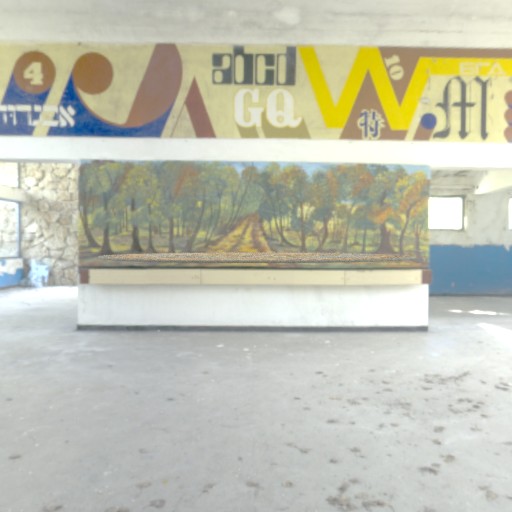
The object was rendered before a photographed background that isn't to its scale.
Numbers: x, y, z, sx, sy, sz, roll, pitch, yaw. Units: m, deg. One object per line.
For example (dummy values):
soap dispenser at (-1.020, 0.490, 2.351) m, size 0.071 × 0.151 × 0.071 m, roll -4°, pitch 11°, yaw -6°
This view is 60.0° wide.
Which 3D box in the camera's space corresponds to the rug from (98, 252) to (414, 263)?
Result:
rug at (0.000, 0.000, 3.543) m, size 2.382 × 0.014 × 2.382 m, roll 0°, pitch 1°, yaw 0°
